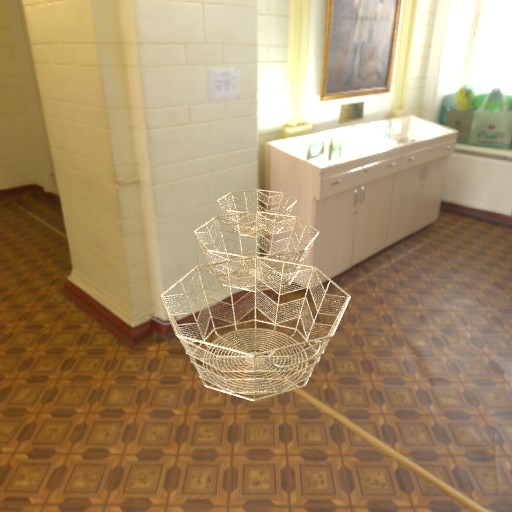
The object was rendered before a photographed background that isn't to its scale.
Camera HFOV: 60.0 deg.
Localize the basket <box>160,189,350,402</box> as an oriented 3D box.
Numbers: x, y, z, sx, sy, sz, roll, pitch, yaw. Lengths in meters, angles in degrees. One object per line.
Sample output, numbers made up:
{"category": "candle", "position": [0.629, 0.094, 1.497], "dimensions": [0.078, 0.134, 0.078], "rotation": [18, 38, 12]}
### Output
{"category": "basket", "position": [0.000, 0.000, 1.410], "dimensions": [0.432, 0.178, 1.246], "rotation": [0, 25, 0]}
